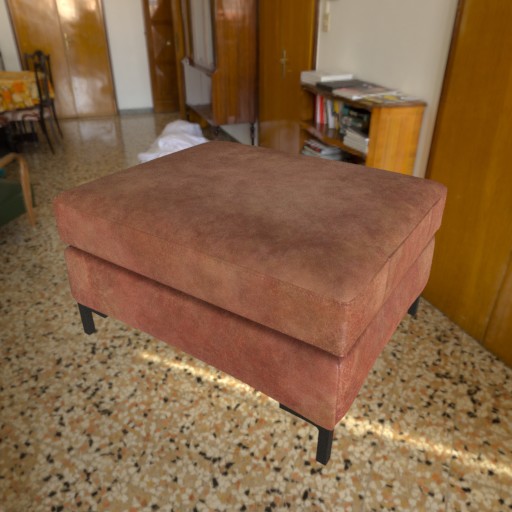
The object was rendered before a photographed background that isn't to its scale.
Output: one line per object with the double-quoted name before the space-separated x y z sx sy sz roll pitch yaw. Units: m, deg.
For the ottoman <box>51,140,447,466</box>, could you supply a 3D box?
"ottoman" 0.000 0.000 1.787 1.186 0.667 0.965 18 34 29
